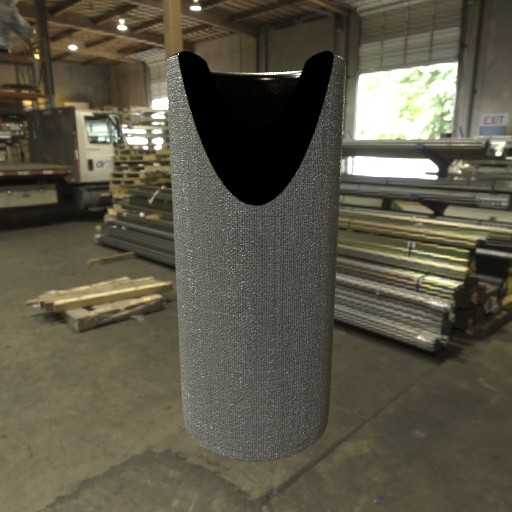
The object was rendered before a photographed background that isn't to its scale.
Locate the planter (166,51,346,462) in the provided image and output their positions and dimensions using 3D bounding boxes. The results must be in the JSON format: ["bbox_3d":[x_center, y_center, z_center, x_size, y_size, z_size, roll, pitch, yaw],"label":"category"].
[{"bbox_3d":[0.000,0.000,0.126,0.045,0.103,0.045,-14,20,-43],"label":"planter"}]
